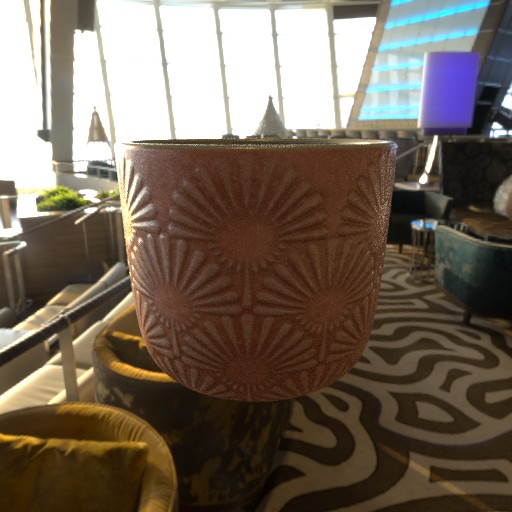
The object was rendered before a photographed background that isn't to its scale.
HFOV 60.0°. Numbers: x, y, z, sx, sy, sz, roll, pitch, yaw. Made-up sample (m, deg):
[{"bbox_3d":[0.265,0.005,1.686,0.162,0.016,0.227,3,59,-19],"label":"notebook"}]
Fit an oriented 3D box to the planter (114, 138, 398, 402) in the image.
[{"bbox_3d":[0.000,0.000,0.217,0.124,0.109,0.124,0,16,0],"label":"planter"}]
